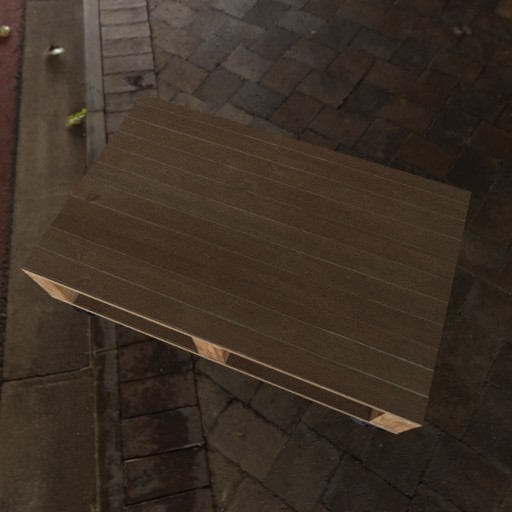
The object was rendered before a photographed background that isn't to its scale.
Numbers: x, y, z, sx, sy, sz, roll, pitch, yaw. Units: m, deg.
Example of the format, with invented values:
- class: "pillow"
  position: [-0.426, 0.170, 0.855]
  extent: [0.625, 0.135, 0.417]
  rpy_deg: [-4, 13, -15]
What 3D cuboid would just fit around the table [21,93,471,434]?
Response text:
- class: "table"
  position: [0.000, 0.000, 1.672]
  extent: [1.299, 0.413, 0.827]
  rpy_deg: [19, 65, 9]
